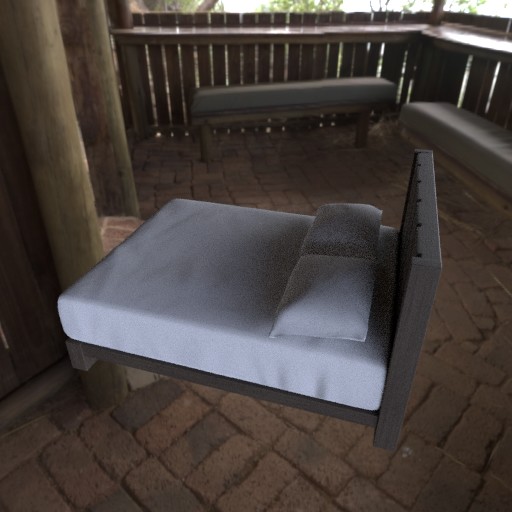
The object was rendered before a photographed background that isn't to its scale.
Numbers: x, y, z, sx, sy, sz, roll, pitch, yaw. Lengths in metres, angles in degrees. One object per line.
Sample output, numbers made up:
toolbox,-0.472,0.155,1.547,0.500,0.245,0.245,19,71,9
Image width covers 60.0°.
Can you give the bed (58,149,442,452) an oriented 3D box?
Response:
bed,0.000,0.000,3.249,2.242,1.270,1.727,9,32,15
